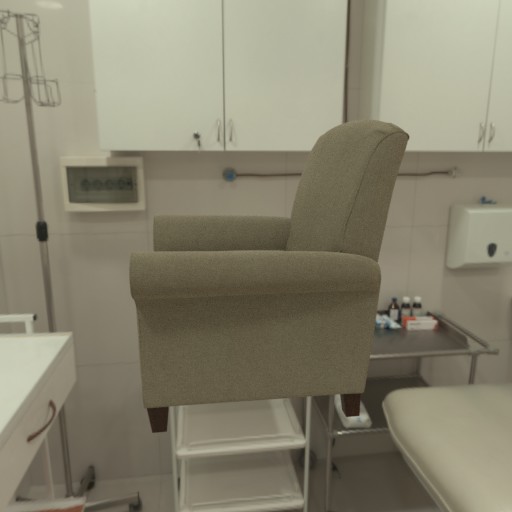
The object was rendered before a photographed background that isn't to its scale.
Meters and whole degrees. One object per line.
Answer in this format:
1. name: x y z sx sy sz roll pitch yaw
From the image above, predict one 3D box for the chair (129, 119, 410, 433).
1. chair: 0.000 0.000 1.798 0.905 1.061 0.978 -2 13 -8
